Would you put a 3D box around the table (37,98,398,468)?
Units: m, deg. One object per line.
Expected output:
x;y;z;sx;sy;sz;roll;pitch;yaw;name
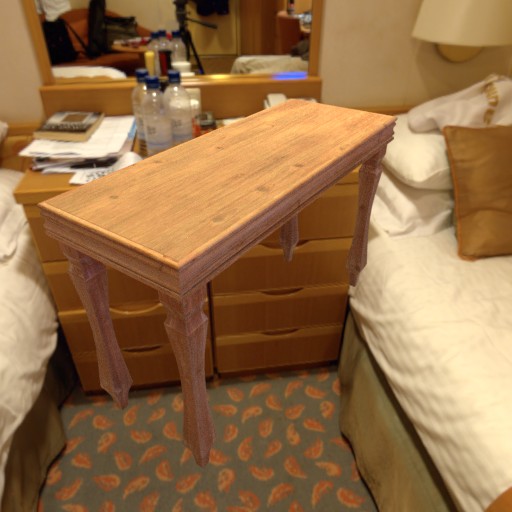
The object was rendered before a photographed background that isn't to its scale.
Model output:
0.000;0.000;1.770;0.522;0.873;1.330;21;39;28;table
